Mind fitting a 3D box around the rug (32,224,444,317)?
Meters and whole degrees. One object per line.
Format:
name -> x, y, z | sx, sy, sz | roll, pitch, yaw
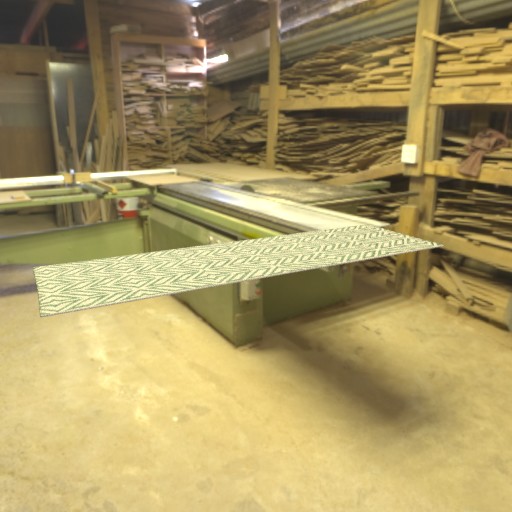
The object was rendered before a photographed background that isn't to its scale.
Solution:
rug -> 0.000, 0.000, 2.711 | 2.435, 0.009, 0.750 | -9, 18, -27
